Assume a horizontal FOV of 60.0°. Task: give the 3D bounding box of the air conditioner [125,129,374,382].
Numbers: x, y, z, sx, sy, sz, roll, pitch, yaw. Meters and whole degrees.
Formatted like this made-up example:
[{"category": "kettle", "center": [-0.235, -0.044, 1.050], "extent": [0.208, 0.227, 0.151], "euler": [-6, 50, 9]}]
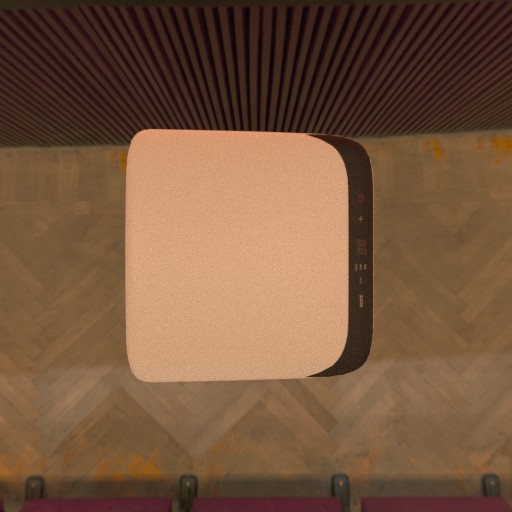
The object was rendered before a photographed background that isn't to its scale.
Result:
[{"category": "air conditioner", "center": [0.000, 0.000, 0.958], "extent": [0.369, 0.716, 0.352], "euler": [0, 90, 0]}]
